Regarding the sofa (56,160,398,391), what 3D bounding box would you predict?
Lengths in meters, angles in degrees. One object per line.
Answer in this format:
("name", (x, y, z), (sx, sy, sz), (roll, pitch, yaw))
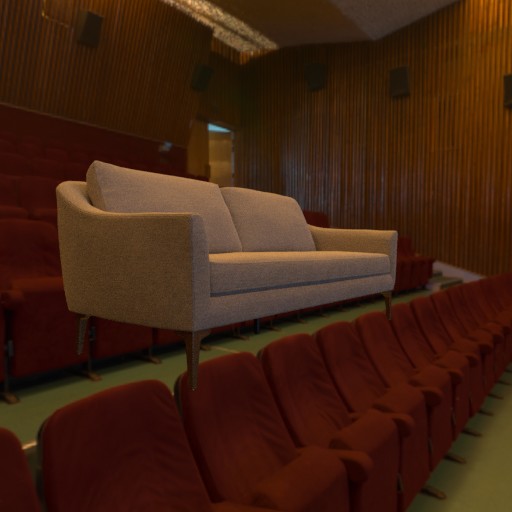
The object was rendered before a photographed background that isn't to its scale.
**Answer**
("sofa", (0.000, 0.000, 2.591), (0.980, 0.913, 2.036), (1, 1, 37))
